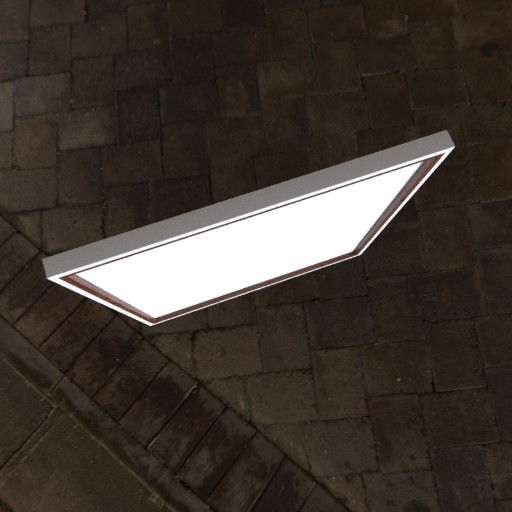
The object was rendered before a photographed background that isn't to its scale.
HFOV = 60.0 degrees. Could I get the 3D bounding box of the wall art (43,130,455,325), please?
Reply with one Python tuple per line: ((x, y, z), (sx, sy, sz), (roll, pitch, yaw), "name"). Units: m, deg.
((0.000, 0.000, 1.528), (1.009, 1.009, 0.049), (-18, 76, -5), "wall art")
